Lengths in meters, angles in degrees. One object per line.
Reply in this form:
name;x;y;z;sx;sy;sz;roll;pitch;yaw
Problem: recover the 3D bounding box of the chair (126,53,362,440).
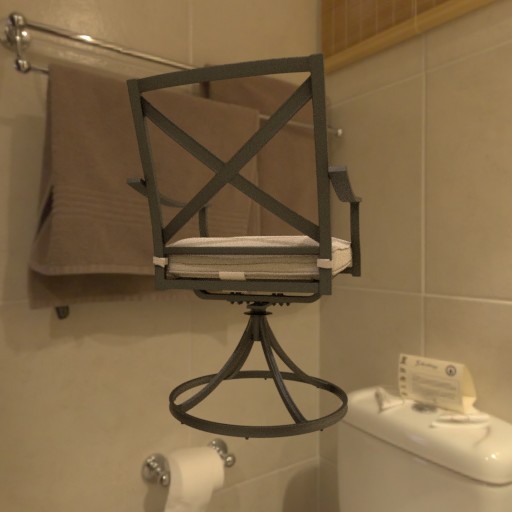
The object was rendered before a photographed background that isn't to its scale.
chair;0.000;0.000;1.308;0.575;0.889;0.620;0;1;18
